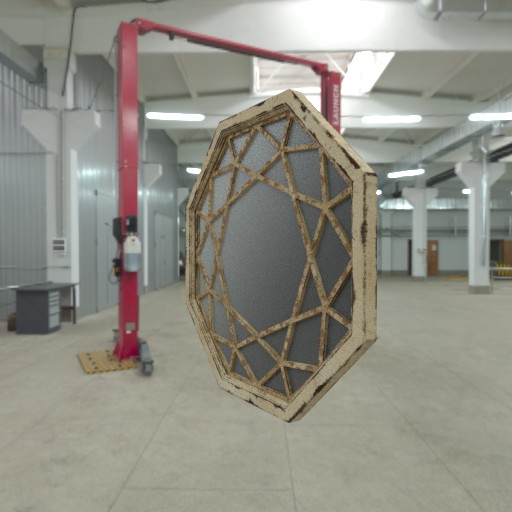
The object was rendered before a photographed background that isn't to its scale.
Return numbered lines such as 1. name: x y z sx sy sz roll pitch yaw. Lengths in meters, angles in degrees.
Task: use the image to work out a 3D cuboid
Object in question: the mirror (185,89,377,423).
1. mirror: 0.000 0.000 0.976 0.031 0.648 0.648 -1 1 -35
